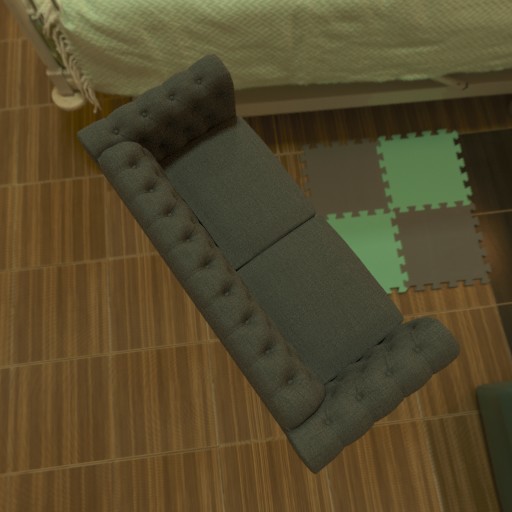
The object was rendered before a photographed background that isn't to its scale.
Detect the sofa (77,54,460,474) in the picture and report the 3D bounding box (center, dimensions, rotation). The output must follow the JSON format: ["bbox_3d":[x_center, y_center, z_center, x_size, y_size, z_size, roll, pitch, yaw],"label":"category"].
[{"bbox_3d":[0.000,0.000,2.230,0.783,0.797,1.798,-35,77,-9],"label":"sofa"}]
